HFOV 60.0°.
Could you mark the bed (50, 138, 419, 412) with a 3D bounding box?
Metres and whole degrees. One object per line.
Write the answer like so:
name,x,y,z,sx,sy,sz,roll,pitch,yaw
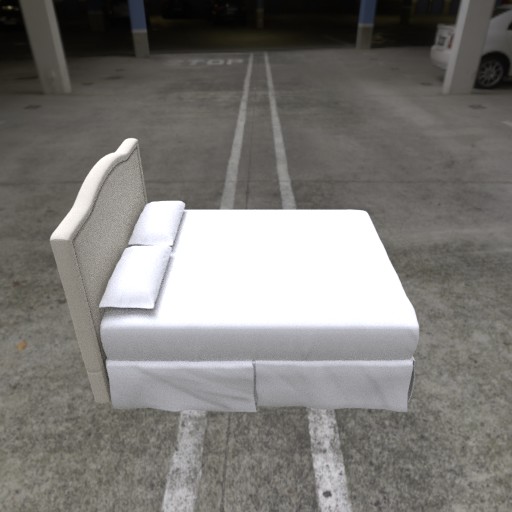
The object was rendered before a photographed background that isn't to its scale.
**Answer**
bed,0.000,0.000,3.362,2.196,1.449,1.741,0,33,0
